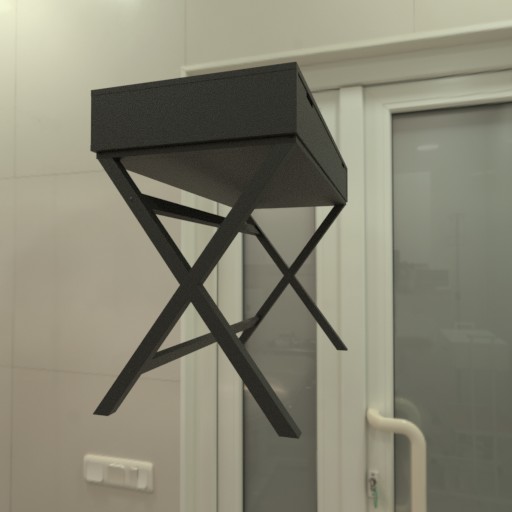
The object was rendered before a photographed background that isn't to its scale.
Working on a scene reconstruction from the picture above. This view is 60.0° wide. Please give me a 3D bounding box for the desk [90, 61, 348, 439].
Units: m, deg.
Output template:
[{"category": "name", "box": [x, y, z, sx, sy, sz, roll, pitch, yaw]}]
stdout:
[{"category": "desk", "box": [0.000, 0.000, 1.488, 0.504, 0.780, 1.057, 0, -1, 17]}]
